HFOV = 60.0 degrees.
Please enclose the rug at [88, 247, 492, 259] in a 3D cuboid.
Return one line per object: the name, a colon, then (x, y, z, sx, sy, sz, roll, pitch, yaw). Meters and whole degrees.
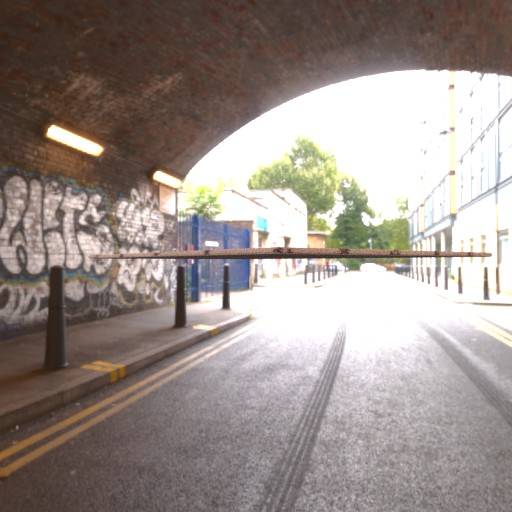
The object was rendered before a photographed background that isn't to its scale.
rug: (0.000, 0.000, 3.428, 1.778, 0.030, 2.743, 1, -1, -36)
